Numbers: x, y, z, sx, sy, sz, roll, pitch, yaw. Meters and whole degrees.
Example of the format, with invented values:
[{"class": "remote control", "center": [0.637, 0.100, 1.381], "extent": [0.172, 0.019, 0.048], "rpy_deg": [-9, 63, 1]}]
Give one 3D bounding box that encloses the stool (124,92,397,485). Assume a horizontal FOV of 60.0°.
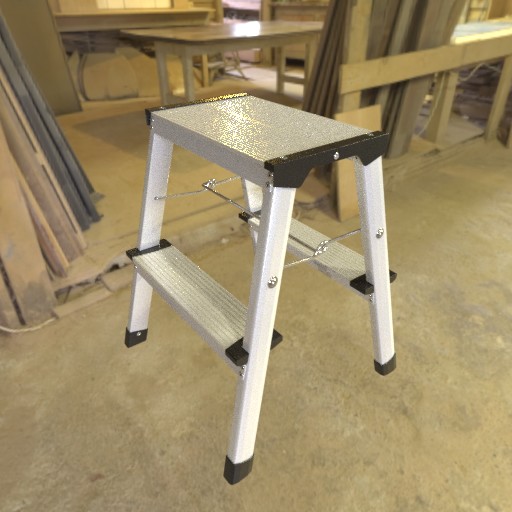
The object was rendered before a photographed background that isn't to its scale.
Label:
[{"class": "stool", "center": [0.000, 0.000, 0.789], "extent": [0.405, 0.480, 0.404], "rpy_deg": [-22, 38, -31]}]
